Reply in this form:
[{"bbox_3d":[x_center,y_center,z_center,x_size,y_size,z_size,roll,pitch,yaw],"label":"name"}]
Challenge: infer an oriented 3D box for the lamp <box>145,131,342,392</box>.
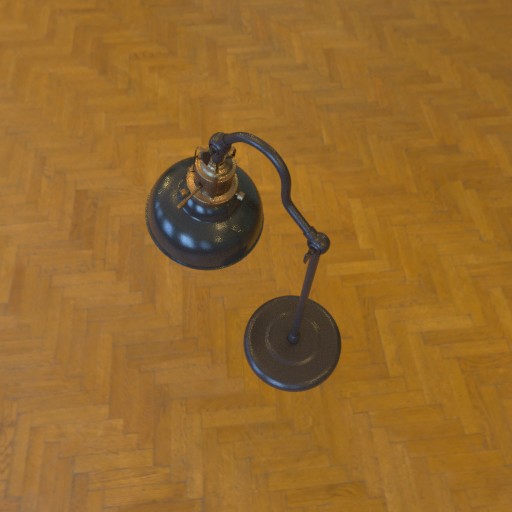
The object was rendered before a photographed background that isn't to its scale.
[{"bbox_3d":[0.000,0.000,0.674,0.374,0.508,0.192,35,67,17],"label":"lamp"}]
